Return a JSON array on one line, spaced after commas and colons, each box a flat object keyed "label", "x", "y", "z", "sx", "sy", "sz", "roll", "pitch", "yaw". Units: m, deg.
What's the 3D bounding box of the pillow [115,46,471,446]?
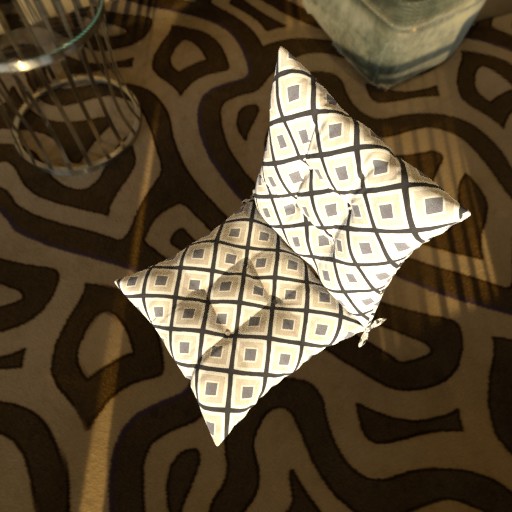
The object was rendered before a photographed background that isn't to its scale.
[{"label": "pillow", "x": 0.000, "y": 0.000, "z": 0.981, "sx": 0.585, "sy": 0.536, "sz": 0.541, "roll": -33, "pitch": 68, "yaw": -15}]
